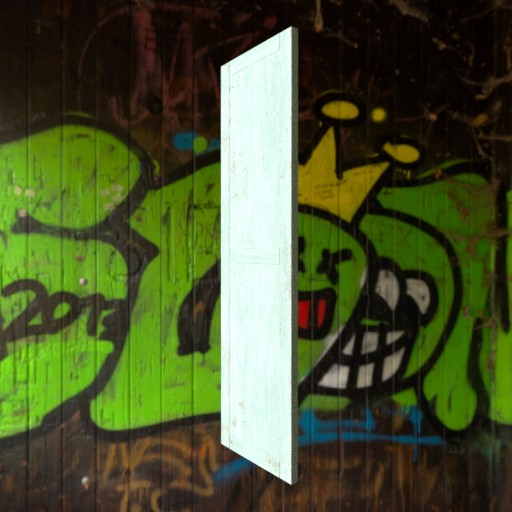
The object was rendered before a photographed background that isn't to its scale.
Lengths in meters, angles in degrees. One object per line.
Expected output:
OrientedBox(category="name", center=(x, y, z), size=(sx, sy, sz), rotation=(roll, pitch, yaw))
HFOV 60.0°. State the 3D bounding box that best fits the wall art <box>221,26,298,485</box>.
OrientedBox(category="wall art", center=(0.000, 0.000, 1.312), size=(0.025, 1.219, 0.329), rotation=(0, 1, -39))
